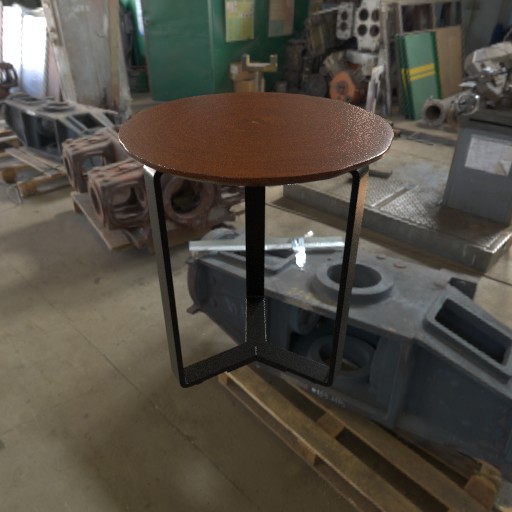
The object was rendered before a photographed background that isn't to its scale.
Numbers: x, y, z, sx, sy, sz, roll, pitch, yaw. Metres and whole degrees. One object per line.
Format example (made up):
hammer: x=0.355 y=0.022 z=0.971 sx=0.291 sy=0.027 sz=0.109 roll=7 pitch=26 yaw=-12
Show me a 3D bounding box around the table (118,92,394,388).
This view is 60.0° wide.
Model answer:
table: x=0.000 y=0.000 z=0.756 sx=0.380 sy=0.450 sz=0.410 roll=0 pitch=32 yaw=-1
